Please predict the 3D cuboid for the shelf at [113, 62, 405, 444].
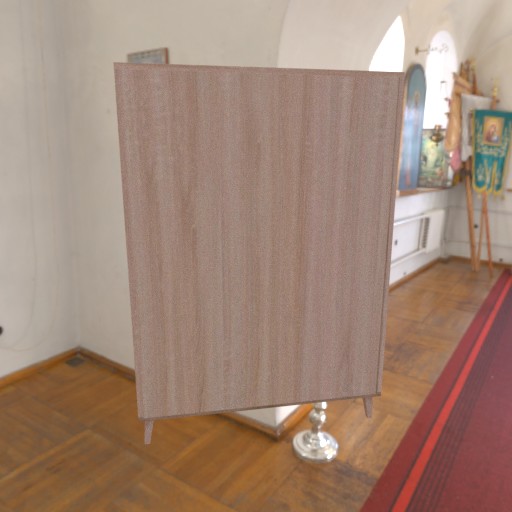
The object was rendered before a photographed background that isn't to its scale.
[{"bbox_3d":[0.000,0.000,1.855,0.995,1.405,0.434,-3,14,-10],"label":"shelf"}]
